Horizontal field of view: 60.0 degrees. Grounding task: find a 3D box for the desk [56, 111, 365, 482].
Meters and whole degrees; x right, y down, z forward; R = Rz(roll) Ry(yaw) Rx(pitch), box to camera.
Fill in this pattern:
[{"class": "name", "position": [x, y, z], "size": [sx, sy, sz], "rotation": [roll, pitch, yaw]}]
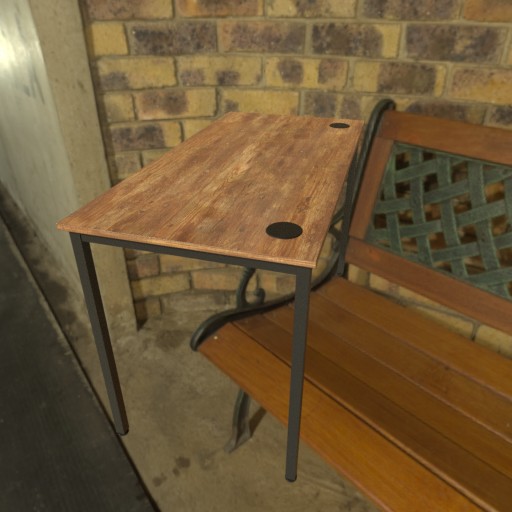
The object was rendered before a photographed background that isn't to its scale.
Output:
[{"class": "desk", "position": [0.000, 0.000, 1.625], "size": [0.600, 0.749, 1.200], "rotation": [8, 31, 14]}]
